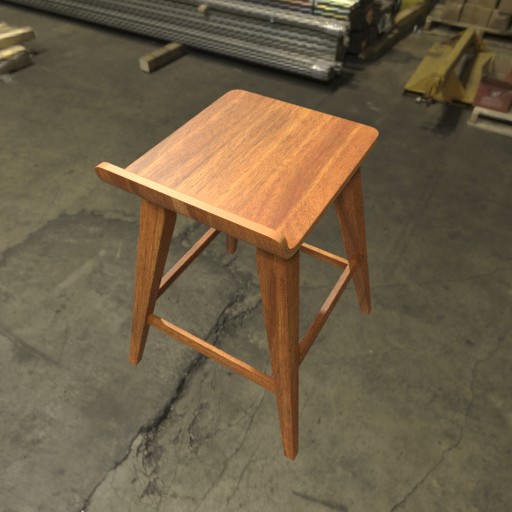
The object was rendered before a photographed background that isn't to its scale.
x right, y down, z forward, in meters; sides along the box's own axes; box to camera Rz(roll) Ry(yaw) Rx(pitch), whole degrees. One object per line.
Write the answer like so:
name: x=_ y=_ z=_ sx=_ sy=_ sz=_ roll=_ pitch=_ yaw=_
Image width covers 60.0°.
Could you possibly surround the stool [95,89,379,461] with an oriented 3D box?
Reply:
stool: x=0.000 y=0.000 z=1.018 sx=0.500 sy=0.650 sz=0.500 roll=23 pitch=51 yaw=20
